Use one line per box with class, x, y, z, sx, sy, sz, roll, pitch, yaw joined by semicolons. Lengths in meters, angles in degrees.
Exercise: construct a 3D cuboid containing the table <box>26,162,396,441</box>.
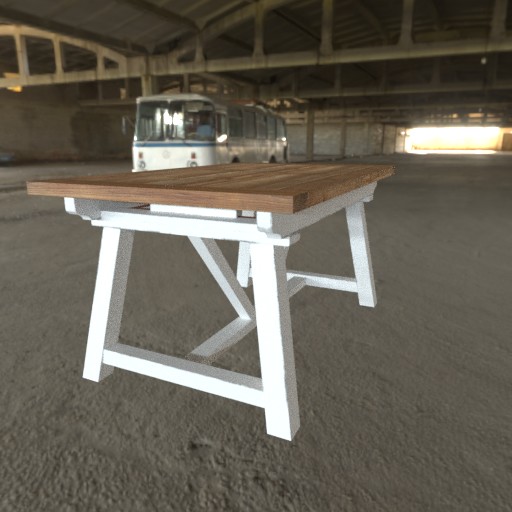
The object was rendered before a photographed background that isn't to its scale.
table;0.000;0.000;1.985;0.922;0.743;1.503;7;16;25
